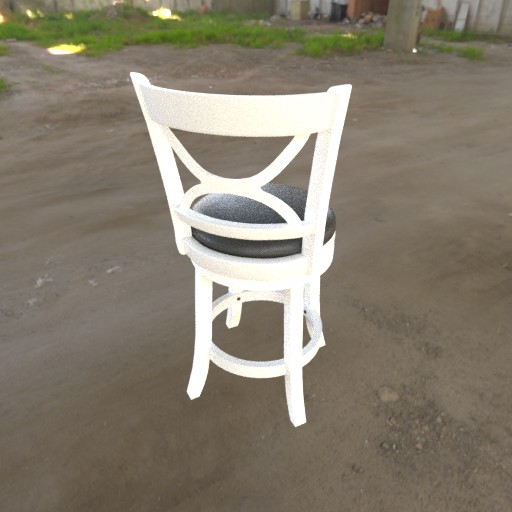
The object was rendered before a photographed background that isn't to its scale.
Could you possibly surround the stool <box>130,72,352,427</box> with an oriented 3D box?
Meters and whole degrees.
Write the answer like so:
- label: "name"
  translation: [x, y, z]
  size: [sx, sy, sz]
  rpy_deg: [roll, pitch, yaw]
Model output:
- label: "stool"
  translation: [0.000, 0.000, 1.202]
  size: [0.444, 0.953, 0.508]
  rpy_deg: [9, 32, 15]
